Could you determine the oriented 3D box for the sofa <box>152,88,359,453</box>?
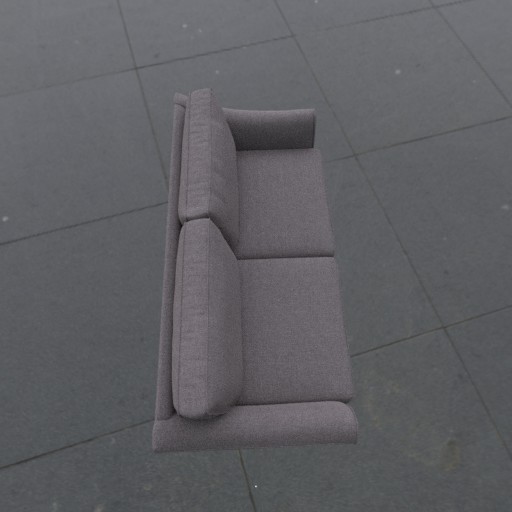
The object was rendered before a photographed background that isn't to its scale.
[{"bbox_3d":[0.000,0.000,2.706,1.013,0.976,2.203,-2,63,-1],"label":"sofa"}]
